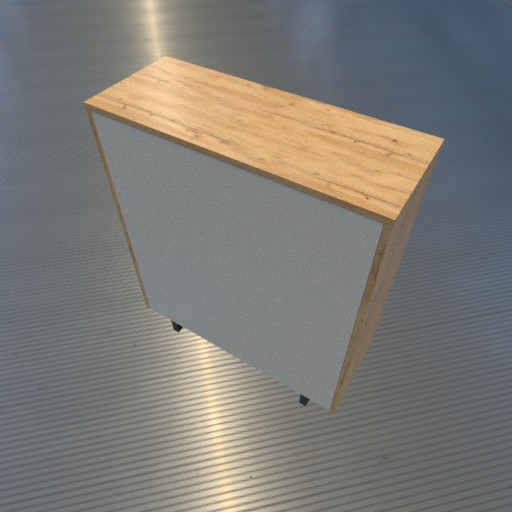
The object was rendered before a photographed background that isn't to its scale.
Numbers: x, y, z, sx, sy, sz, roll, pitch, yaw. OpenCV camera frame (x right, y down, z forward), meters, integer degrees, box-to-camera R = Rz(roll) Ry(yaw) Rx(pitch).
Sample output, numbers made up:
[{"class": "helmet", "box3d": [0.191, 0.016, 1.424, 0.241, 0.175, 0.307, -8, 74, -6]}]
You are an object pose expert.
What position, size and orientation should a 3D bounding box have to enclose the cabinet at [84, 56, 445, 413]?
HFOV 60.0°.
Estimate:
[{"class": "cabinet", "box3d": [0.000, 0.000, 2.033, 1.168, 1.397, 0.473, 25, 52, 21]}]
